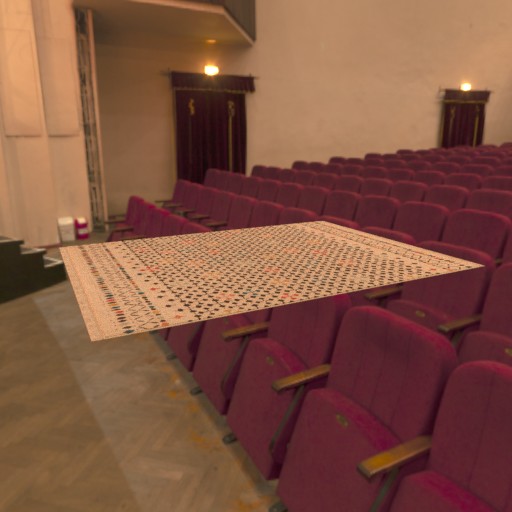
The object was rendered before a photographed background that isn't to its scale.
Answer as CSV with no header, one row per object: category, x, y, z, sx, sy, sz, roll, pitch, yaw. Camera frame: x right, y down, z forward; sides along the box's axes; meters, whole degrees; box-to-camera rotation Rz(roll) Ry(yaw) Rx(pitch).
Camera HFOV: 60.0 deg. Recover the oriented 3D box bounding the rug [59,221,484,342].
rug,0.000,0.000,1.999,1.556,0.006,1.146,-8,17,-26
